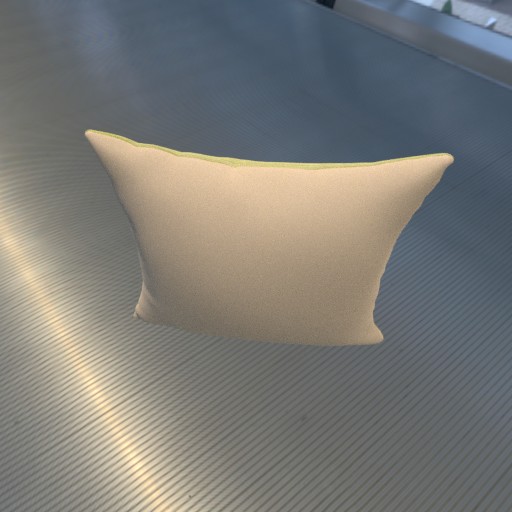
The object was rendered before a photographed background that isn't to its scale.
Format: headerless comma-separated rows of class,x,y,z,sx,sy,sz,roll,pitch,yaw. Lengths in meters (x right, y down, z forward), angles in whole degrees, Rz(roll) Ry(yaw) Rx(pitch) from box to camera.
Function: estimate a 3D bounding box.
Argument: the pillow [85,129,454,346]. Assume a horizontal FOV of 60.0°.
pillow,0.000,0.000,0.814,0.560,0.487,0.229,5,47,4
